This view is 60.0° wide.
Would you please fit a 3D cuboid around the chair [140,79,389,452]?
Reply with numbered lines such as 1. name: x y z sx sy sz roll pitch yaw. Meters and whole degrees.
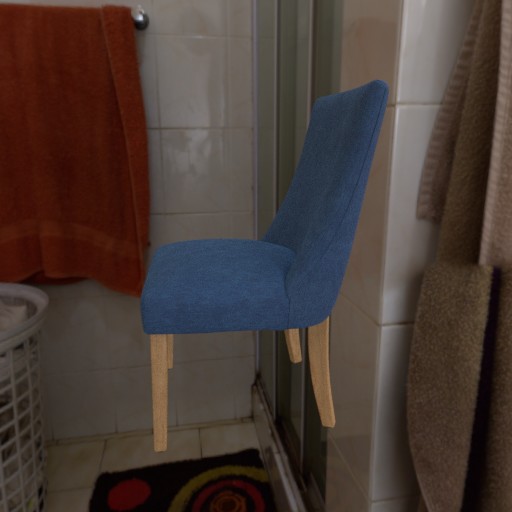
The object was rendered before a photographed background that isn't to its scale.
1. chair: 0.000 0.000 1.262 0.609 0.902 0.495 -2 15 -8
